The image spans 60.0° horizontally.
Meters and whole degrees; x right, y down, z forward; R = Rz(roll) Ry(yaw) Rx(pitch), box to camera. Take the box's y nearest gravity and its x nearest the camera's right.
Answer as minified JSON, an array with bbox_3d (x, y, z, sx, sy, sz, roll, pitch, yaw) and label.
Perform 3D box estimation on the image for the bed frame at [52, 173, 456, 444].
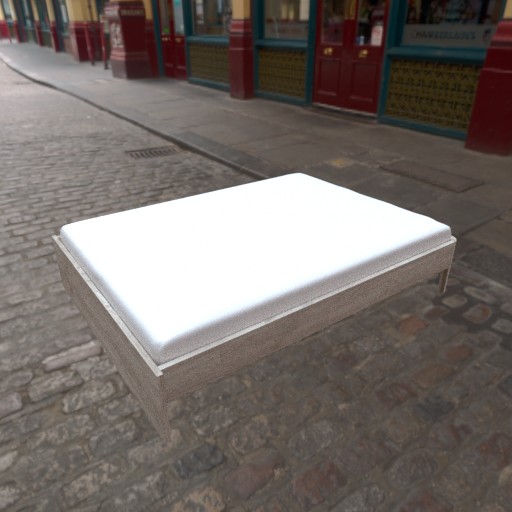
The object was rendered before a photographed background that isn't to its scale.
[{"bbox_3d":[0.000,0.000,2.684,1.950,0.462,1.490,-18,32,-31],"label":"bed frame"}]
